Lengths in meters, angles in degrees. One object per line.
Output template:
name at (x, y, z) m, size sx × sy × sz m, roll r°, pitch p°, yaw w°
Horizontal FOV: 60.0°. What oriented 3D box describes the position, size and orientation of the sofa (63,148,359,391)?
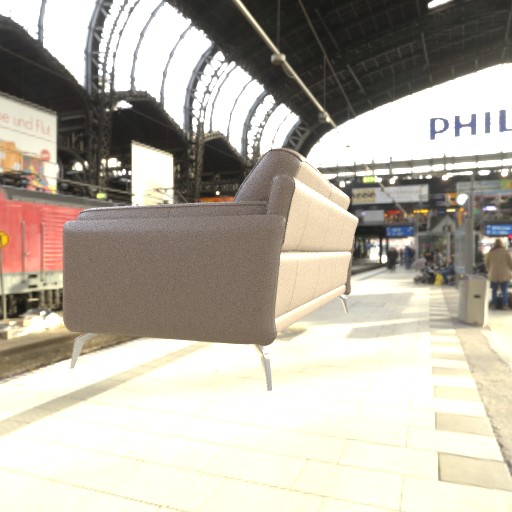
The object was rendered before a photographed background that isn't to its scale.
sofa at (0.000, 0.000, 2.595) m, size 1.049 × 0.930 × 2.101 m, roll 0°, pitch 1°, yaw 19°
